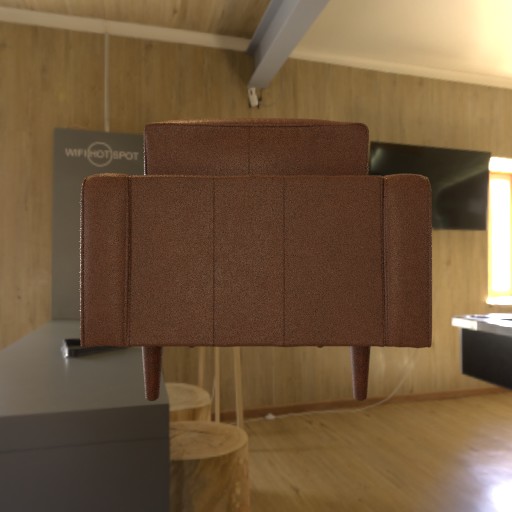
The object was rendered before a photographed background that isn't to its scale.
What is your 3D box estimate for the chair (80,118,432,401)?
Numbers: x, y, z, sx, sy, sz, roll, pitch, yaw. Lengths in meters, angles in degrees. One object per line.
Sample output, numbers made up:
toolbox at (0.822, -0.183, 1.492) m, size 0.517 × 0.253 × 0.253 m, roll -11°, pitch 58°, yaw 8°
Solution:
chair at (0.000, 0.000, 1.537) m, size 0.920 × 0.770 × 0.900 m, roll 0°, pitch -1°, yaw 0°
